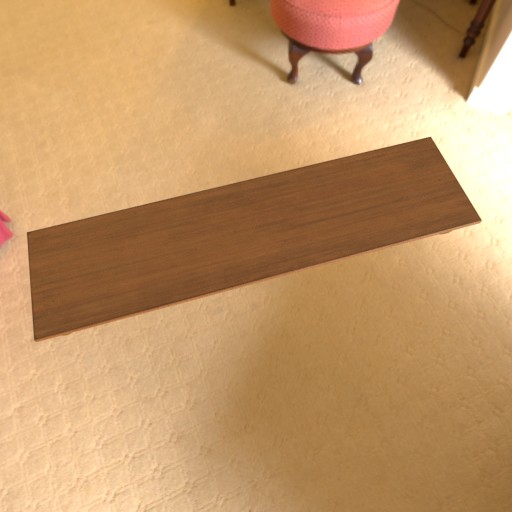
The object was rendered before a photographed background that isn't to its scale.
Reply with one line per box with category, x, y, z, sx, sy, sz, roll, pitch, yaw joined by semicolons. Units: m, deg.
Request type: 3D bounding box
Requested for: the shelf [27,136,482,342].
shelf;0.000;0.000;0.723;0.636;0.190;0.166;-15;64;-7
